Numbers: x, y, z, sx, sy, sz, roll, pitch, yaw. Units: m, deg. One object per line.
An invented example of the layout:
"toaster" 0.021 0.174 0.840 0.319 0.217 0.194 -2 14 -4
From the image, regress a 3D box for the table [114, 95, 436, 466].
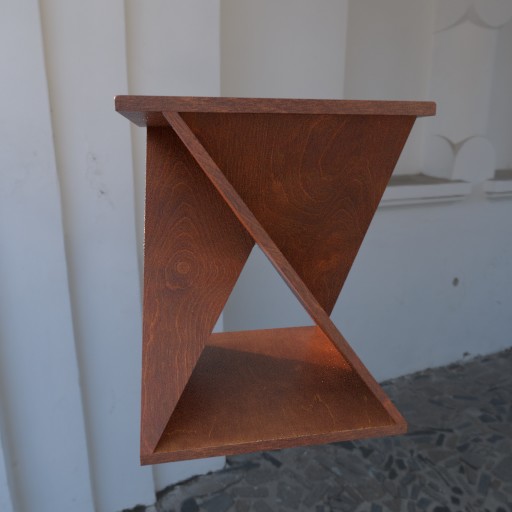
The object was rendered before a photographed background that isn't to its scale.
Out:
"table" 0.000 0.000 0.837 0.427 0.520 0.427 -3 14 -10
